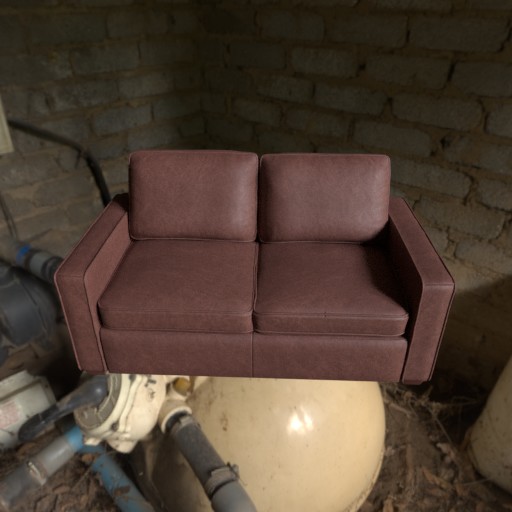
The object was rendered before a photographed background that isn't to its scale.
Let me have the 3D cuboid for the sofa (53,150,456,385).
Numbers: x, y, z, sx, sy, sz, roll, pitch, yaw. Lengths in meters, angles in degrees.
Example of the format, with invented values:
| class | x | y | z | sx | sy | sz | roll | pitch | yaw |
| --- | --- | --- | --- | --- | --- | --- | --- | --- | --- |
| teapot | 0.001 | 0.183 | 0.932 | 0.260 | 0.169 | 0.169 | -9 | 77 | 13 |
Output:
| class | x | y | z | sx | sy | sz | roll | pitch | yaw |
| --- | --- | --- | --- | --- | --- | --- | --- | --- | --- |
| sofa | 0.000 | 0.000 | 2.302 | 1.709 | 0.918 | 0.947 | 1 | 31 | 2 |
